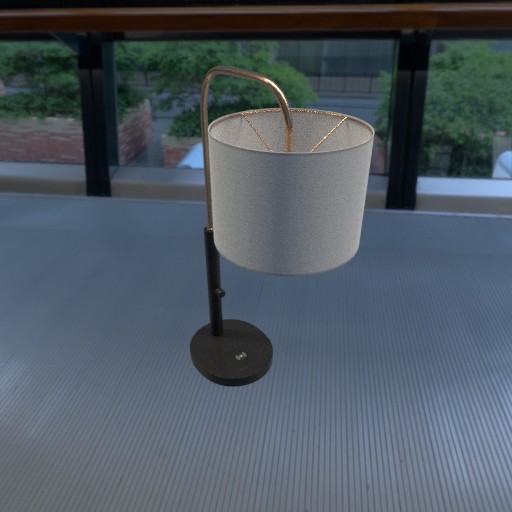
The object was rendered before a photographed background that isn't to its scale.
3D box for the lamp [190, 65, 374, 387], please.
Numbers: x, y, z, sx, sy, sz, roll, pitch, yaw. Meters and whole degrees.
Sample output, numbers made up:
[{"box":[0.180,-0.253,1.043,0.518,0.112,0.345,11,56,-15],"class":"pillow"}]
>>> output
[{"box":[0.000,0.000,0.697,0.199,0.540,0.337,-21,37,-31],"class":"lamp"}]
